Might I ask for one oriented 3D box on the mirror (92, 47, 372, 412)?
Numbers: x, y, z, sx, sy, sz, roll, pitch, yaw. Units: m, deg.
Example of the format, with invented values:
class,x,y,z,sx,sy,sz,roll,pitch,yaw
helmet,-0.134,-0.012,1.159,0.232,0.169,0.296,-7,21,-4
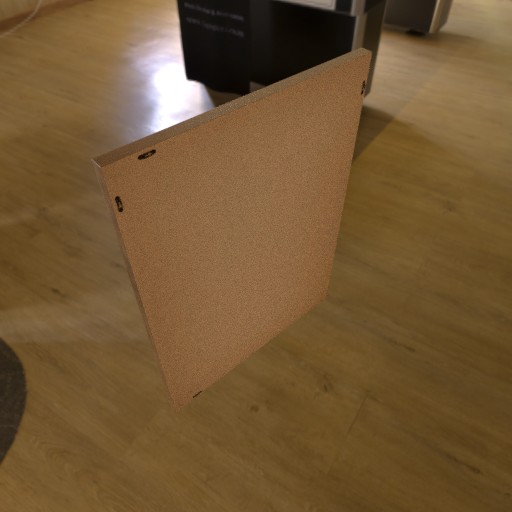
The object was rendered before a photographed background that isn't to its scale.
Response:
class,x,y,z,sx,sy,sz,roll,pitch,yaw
mirror,0.000,0.000,1.339,0.762,1.016,0.041,-32,55,-27
